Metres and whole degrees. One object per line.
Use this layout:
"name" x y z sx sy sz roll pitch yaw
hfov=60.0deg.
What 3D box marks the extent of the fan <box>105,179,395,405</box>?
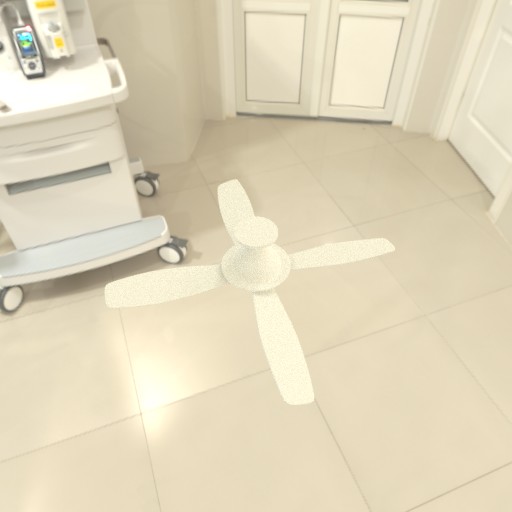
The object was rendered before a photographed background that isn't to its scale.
"fan" 0.000 0.000 2.478 1.693 0.382 1.694 -10 47 -10
